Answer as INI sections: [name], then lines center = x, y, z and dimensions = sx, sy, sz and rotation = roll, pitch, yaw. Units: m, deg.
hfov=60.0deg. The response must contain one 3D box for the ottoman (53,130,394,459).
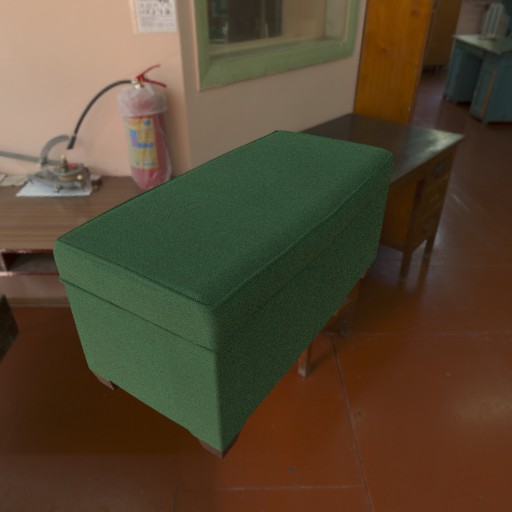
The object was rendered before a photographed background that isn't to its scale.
[ottoman]
center = 0.000, 0.000, 1.273
dimensions = 0.483, 0.471, 0.957
rotation = 20, 38, 28
